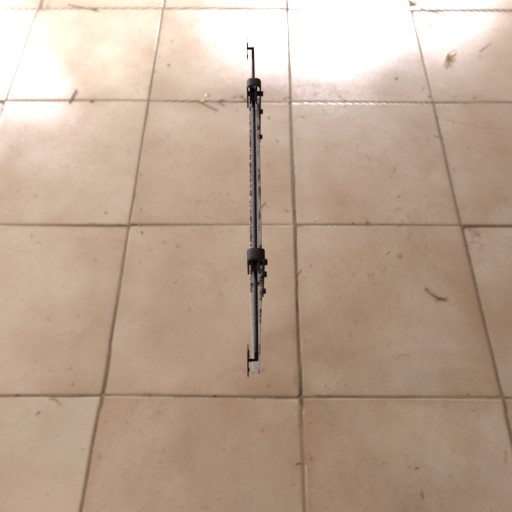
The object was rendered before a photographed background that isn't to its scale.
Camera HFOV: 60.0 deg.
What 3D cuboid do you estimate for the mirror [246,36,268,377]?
[{"bbox_3d":[0.000,0.000,1.232,0.037,0.844,0.808,-1,63,0],"label":"mirror"}]
